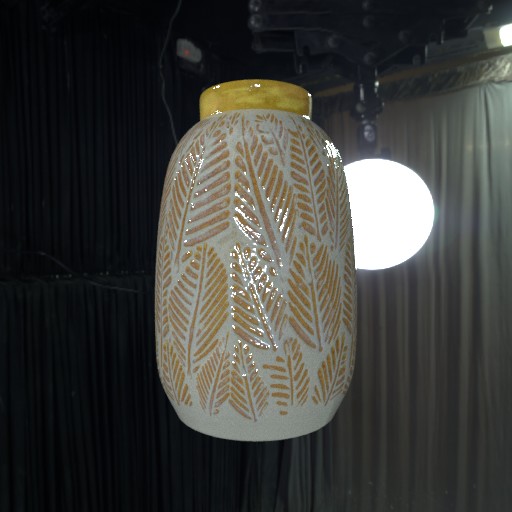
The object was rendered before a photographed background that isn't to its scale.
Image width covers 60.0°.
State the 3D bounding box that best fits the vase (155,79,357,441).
[{"bbox_3d":[0.000,0.000,0.386,0.172,0.270,0.172,0,1,0],"label":"vase"}]
